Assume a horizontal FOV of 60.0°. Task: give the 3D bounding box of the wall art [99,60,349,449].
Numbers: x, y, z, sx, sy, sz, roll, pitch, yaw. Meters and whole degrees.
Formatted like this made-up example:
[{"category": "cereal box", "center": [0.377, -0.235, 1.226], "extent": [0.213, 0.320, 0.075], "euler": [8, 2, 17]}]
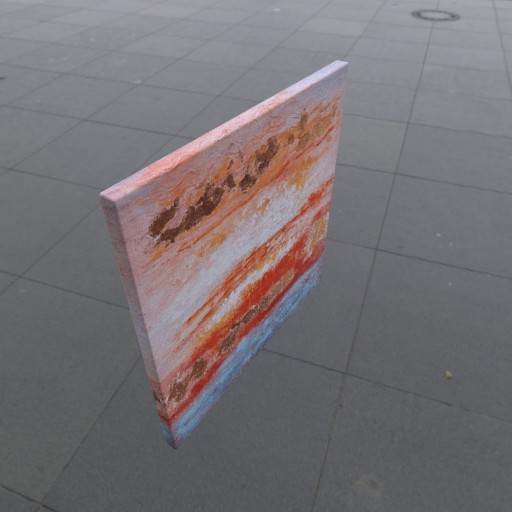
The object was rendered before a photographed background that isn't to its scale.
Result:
[{"category": "wall art", "center": [0.000, 0.000, 1.107], "extent": [0.035, 0.747, 0.747], "euler": [25, 47, 26]}]
